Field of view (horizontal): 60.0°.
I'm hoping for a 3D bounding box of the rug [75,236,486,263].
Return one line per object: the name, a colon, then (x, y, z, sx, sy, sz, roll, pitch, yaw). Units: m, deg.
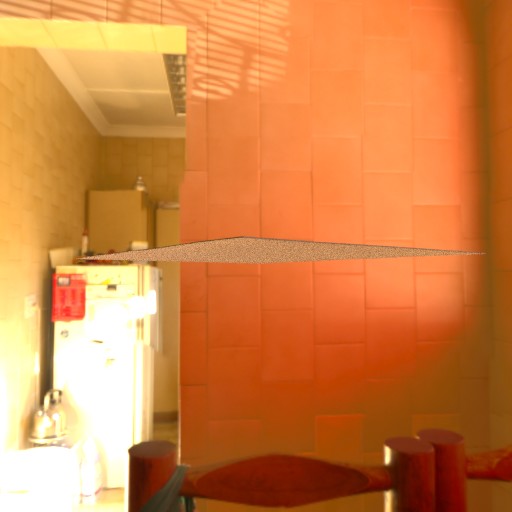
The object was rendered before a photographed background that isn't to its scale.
rug: (0.000, 0.000, 4.093, 2.438, 0.013, 3.048, 2, -4, -37)
